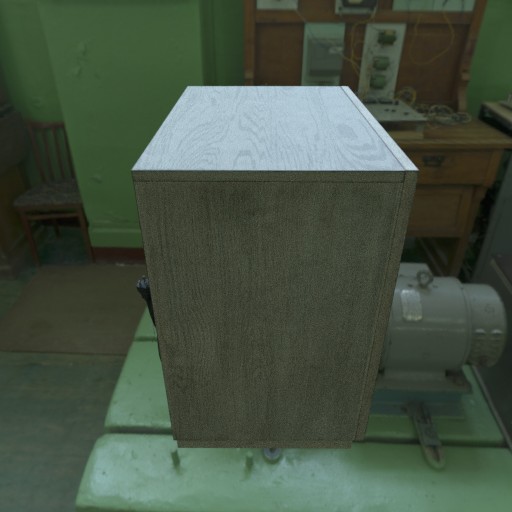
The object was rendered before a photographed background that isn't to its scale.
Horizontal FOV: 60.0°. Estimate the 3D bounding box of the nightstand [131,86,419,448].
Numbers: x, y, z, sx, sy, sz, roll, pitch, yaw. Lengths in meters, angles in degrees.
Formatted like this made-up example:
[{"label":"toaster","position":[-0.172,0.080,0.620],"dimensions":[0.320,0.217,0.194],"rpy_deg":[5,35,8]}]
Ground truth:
[{"label":"nightstand","position":[0.000,0.000,1.083],"dimensions":[0.483,0.673,0.612],"rpy_deg":[0,32,0]}]
